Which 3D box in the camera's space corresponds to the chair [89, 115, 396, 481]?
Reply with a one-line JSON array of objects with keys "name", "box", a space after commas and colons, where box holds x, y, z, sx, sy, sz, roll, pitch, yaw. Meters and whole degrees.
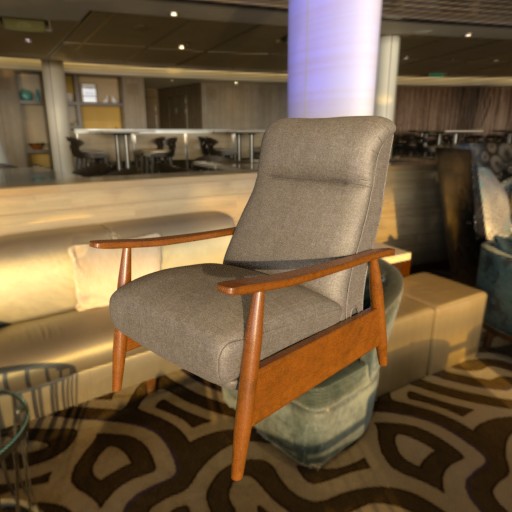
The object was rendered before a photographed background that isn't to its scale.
[{"name": "chair", "box": [0.000, 0.000, 1.768, 0.762, 1.081, 1.014, 14, 21, 41]}]
